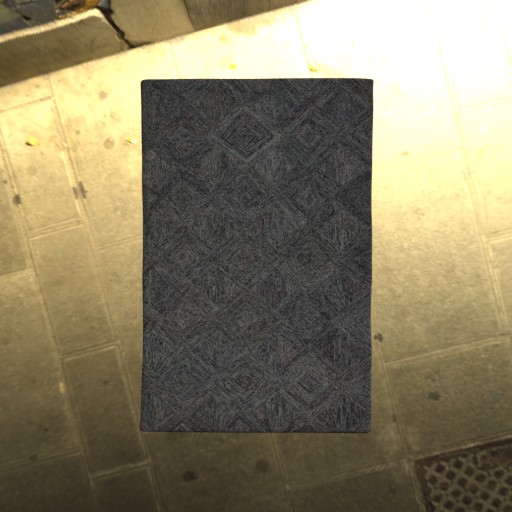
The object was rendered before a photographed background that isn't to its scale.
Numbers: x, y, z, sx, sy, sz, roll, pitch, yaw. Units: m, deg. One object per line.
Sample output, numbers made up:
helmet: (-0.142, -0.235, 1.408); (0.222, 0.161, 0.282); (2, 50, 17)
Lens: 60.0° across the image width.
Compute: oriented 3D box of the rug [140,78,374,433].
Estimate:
rug: (0.000, 0.000, 2.193); (1.158, 0.013, 1.752); (0, 90, 1)
